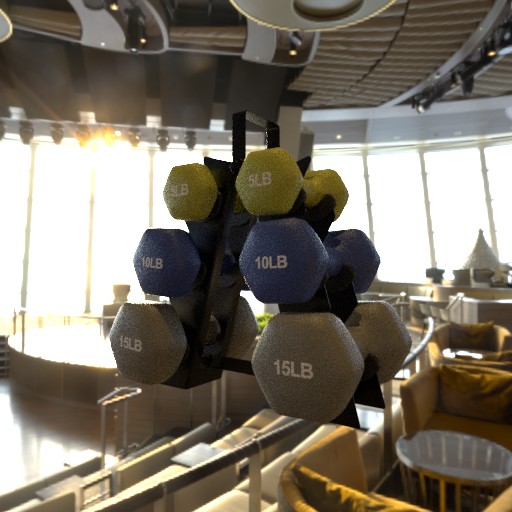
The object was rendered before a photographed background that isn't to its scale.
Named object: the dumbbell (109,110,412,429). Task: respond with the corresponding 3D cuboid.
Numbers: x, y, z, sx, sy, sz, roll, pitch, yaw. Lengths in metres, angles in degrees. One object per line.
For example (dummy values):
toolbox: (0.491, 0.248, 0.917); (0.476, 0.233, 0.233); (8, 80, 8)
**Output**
dumbbell: (0.000, 0.000, 0.687); (0.416, 0.426, 0.261); (-1, -1, 35)
